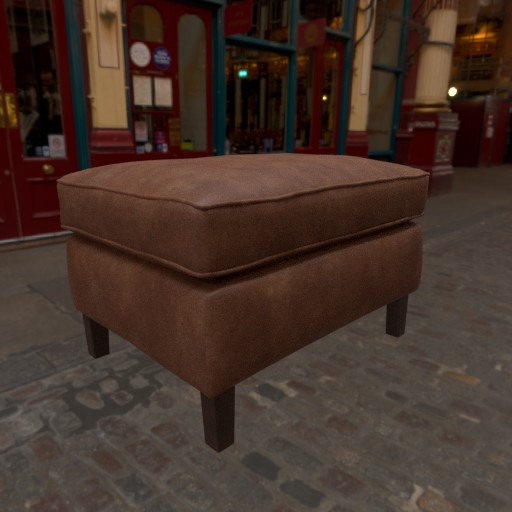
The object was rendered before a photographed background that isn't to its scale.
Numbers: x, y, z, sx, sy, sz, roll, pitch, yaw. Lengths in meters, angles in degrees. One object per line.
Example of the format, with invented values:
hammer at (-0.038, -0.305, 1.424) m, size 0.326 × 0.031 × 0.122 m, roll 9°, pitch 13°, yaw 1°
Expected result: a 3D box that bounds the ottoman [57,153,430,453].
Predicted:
ottoman at (0.000, 0.000, 0.965) m, size 0.665 × 0.418 × 0.501 m, roll -15°, pitch 22°, yaw -43°
